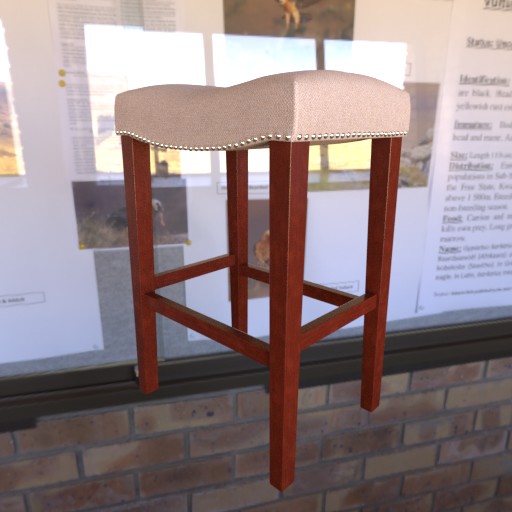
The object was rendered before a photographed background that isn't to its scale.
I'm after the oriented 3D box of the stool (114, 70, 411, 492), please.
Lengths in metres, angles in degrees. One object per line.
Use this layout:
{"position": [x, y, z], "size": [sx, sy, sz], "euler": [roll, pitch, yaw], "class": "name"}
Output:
{"position": [0.000, 0.000, 0.999], "size": [0.504, 0.742, 0.372], "euler": [15, 23, 41], "class": "stool"}
